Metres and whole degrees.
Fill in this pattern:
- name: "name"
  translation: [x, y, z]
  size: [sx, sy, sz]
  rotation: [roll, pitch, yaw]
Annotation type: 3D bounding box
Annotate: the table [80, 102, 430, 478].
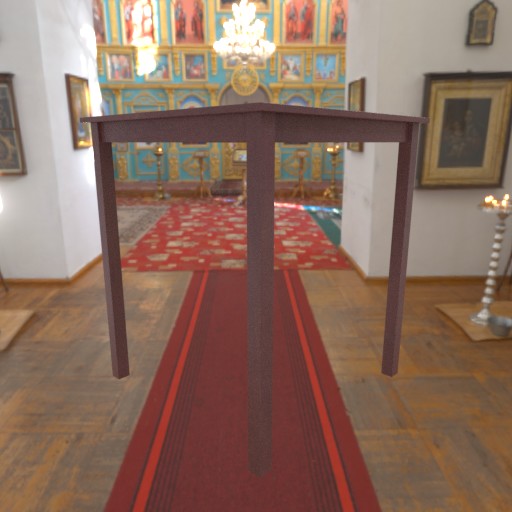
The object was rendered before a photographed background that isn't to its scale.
- name: "table"
  translation: [0.000, 0.000, 1.662]
  size: [0.861, 0.991, 0.861]
  rotation: [13, 19, 42]
